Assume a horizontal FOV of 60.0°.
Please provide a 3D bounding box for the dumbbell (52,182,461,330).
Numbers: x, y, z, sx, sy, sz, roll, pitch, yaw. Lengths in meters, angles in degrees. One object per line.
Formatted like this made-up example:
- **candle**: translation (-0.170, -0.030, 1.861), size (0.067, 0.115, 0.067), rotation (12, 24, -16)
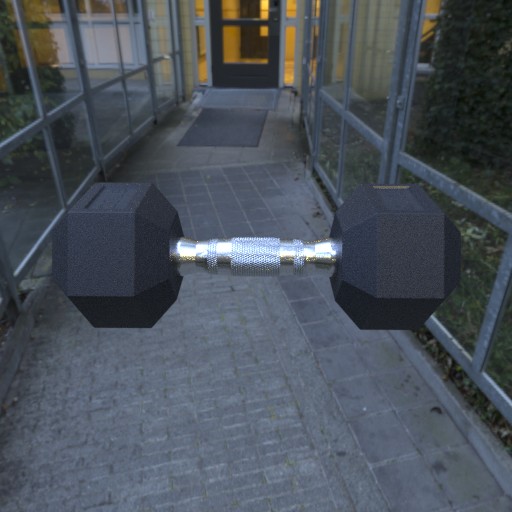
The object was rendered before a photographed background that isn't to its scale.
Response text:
- **dumbbell**: translation (0.000, 0.000, 0.322), size (0.272, 0.092, 0.106), rotation (0, 29, 1)
